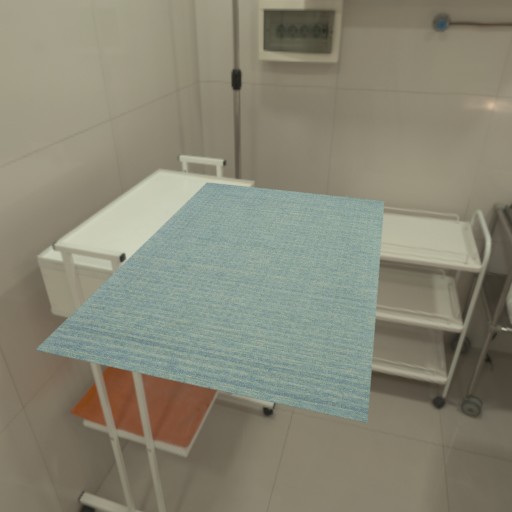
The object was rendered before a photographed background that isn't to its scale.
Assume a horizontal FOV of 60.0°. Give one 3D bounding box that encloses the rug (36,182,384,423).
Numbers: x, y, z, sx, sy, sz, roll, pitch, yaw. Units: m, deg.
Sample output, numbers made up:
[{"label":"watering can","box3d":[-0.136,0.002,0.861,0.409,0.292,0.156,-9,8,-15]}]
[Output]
[{"label":"rug","box3d":[0.000,0.000,3.673,1.982,0.006,2.895,8,32,13]}]
